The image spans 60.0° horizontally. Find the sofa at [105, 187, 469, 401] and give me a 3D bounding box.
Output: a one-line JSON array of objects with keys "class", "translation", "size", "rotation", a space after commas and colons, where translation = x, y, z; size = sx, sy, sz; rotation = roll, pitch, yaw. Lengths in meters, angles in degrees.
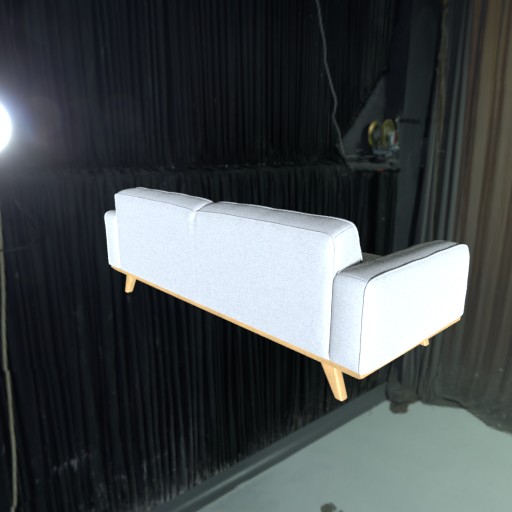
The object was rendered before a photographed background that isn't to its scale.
[{"class": "sofa", "translation": [0.000, 0.000, 2.795], "size": [0.956, 0.781, 2.270], "rotation": [-14, 20, -42]}]
